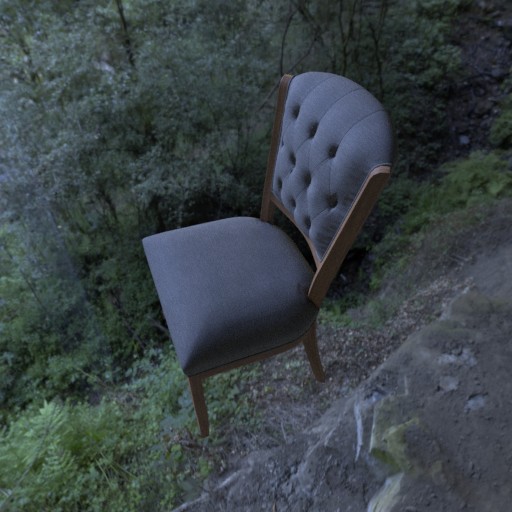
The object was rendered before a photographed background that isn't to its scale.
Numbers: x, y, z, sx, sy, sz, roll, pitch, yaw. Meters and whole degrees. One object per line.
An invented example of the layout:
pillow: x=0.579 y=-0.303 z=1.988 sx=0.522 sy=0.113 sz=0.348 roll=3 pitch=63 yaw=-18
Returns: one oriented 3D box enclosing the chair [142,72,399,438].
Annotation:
chair: x=0.000 y=0.000 z=1.279 sx=0.584 sy=0.905 sz=0.513 roll=-16 pitch=47 yaw=-15
